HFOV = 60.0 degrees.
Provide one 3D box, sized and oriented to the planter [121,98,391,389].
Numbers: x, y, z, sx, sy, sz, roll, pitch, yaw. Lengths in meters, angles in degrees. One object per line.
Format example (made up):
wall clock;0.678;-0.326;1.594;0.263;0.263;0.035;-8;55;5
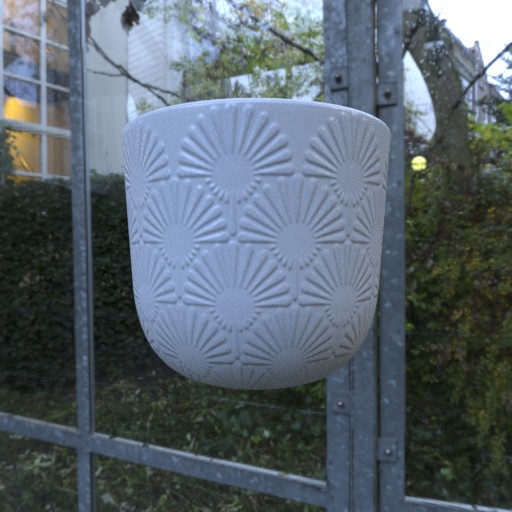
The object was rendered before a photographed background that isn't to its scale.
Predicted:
planter;0.000;0.000;0.293;0.170;0.152;0.170;0;1;0
